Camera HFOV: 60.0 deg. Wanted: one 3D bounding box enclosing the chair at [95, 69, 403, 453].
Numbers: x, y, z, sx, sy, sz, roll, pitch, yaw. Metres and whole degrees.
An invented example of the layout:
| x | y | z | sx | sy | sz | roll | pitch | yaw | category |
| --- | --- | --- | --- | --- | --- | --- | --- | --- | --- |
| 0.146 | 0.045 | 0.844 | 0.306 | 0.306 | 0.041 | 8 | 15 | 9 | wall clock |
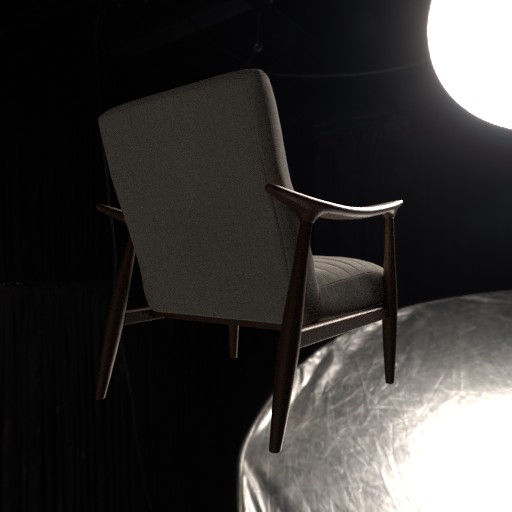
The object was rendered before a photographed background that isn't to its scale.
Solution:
| x | y | z | sx | sy | sz | roll | pitch | yaw | category |
| --- | --- | --- | --- | --- | --- | --- | --- | --- | --- |
| 0.000 | 0.000 | 1.406 | 0.741 | 0.832 | 0.798 | 0 | -1 | 36 | chair |
